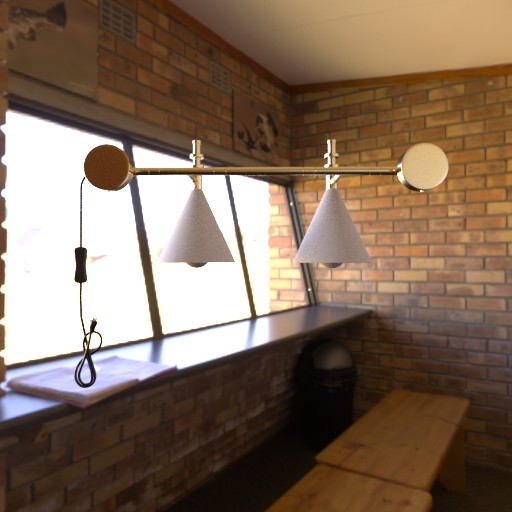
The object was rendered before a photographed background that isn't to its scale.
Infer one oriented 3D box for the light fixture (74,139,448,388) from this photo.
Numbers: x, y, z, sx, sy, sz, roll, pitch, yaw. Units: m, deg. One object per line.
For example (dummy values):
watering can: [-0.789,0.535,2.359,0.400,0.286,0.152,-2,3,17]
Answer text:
light fixture: [0.000,0.000,0.855,0.642,0.468,0.239,0,-1,1]
